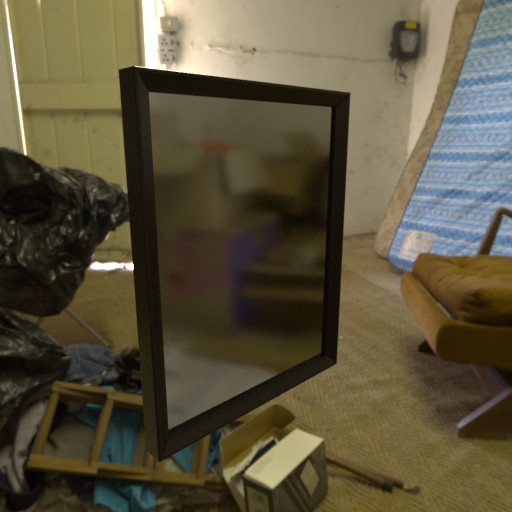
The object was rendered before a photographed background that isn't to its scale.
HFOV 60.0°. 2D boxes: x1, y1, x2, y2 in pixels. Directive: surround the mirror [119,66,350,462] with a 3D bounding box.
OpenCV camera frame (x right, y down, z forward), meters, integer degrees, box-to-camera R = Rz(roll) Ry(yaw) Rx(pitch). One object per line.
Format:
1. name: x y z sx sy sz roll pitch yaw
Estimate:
1. mirror: 0.000 0.000 0.696 0.406 0.509 0.041 -13 20 -42
